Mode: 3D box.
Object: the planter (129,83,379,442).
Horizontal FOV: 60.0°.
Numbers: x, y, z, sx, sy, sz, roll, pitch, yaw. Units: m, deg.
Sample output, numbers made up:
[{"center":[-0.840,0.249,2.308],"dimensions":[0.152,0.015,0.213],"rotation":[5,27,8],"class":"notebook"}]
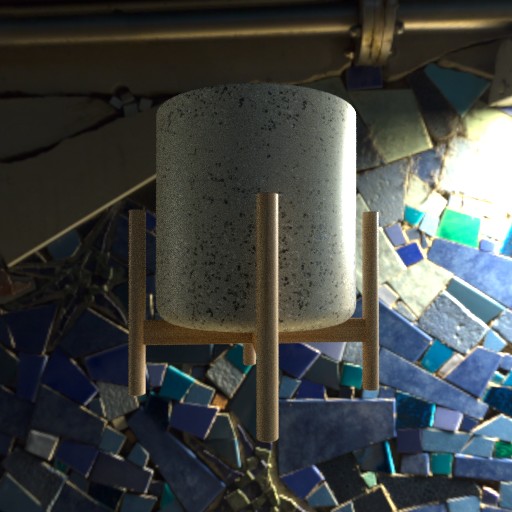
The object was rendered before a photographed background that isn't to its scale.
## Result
[{"center":[0.000,0.000,0.689],"dimensions":[0.360,0.419,0.360],"rotation":[0,-1,18],"class":"planter"}]
